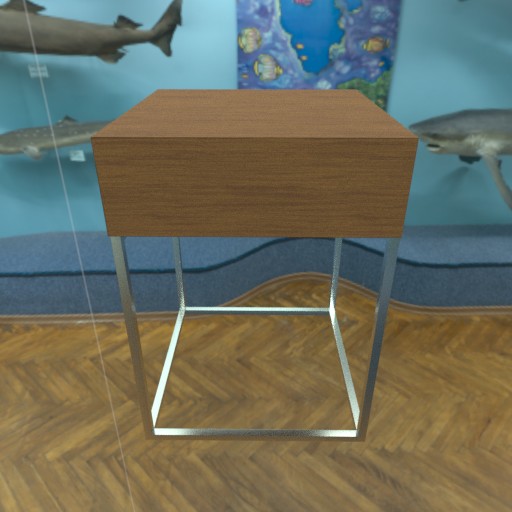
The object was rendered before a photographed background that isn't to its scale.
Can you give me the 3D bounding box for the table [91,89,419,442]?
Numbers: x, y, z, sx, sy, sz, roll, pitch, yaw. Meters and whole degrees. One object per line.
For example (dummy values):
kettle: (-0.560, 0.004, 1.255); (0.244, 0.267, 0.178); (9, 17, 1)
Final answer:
table: (0.000, 0.000, 0.838); (0.397, 0.540, 0.398); (0, 28, 1)
